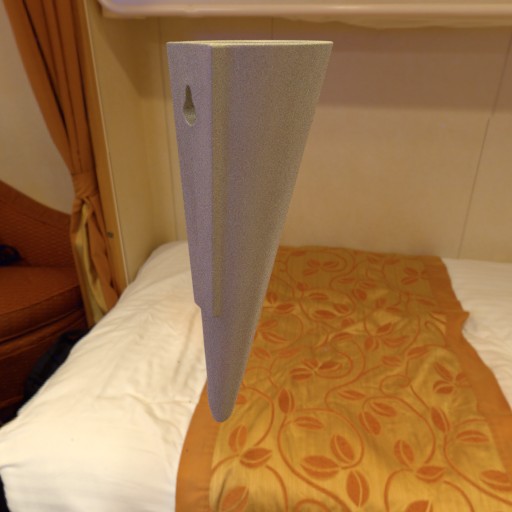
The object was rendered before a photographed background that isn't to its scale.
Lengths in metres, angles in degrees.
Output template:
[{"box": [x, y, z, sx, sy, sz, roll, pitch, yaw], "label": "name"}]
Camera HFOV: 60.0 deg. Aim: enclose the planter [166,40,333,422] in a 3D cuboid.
[{"box": [0.000, 0.000, 0.220, 0.064, 0.191, 0.057, -19, 32, -32], "label": "planter"}]
